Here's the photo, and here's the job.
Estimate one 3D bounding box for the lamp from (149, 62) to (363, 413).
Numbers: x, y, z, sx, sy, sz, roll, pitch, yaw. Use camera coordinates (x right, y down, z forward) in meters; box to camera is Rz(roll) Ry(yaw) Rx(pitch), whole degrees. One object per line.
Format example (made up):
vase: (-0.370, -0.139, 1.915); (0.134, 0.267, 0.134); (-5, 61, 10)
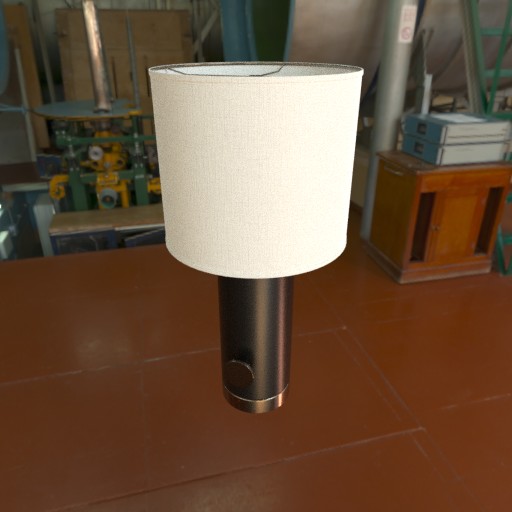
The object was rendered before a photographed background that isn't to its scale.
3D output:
lamp: (0.000, 0.000, 0.615); (0.241, 0.482, 0.240); (9, 28, 17)
